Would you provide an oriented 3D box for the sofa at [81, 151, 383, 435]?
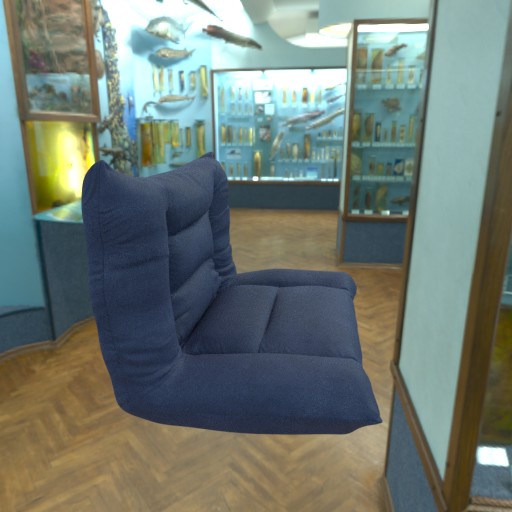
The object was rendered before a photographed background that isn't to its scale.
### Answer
[{"bbox_3d":[0.000,0.000,1.682,0.849,0.778,1.122,2,16,8],"label":"sofa"}]
